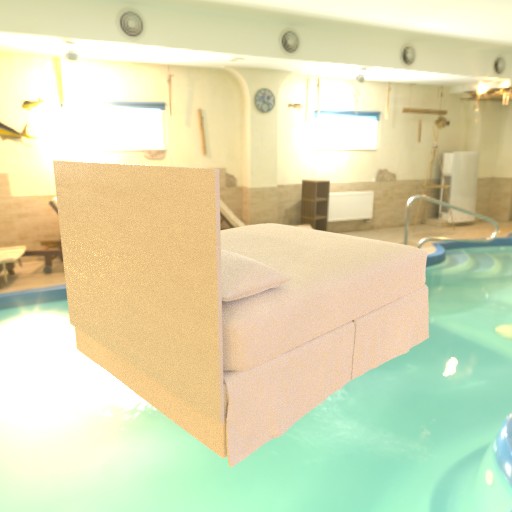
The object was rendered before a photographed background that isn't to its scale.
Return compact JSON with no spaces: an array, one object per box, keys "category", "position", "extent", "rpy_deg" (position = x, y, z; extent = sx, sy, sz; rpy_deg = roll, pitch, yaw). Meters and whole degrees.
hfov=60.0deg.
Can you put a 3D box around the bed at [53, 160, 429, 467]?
[{"category":"bed","position":[0.000,0.000,3.135],"extent":[2.094,1.335,1.745],"rpy_deg":[-13,19,-43]}]
